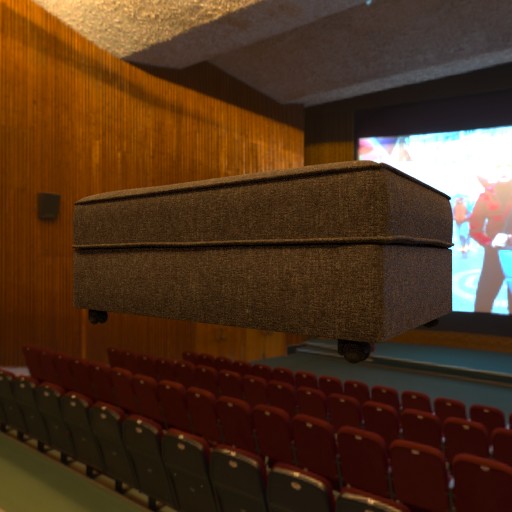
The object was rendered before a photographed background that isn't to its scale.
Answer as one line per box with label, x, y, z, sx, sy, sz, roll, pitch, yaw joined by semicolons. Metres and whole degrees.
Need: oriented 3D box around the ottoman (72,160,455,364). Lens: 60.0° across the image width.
ottoman;0.000;0.000;1.558;1.184;0.487;0.717;0;0;36
